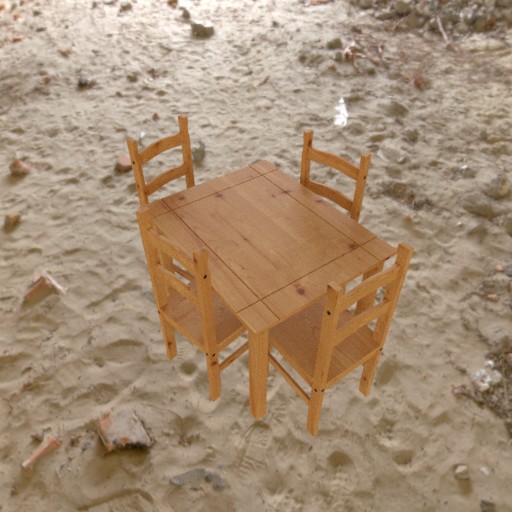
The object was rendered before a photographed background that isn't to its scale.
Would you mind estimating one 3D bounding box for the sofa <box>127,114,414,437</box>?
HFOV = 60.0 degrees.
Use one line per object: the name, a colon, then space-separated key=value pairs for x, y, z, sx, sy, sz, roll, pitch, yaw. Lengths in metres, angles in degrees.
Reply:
sofa: x=0.000 y=0.000 z=2.347 sx=1.144 sy=1.000 sz=1.529 roll=-26 pitch=48 yaw=-26
